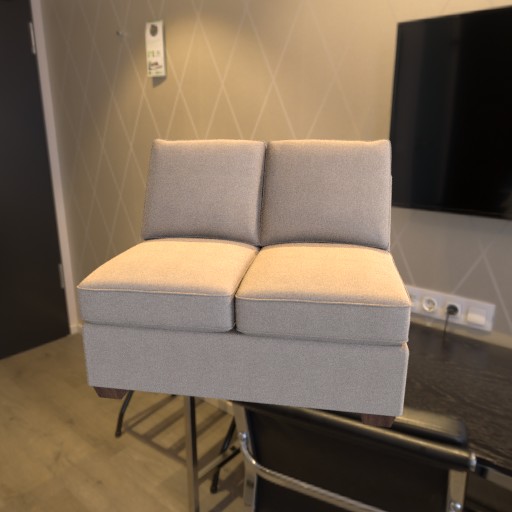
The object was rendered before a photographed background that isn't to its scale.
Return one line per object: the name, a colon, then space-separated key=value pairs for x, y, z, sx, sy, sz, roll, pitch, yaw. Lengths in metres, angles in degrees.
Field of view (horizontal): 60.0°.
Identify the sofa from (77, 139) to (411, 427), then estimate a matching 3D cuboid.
sofa: x=0.000 y=0.000 z=1.987 sx=1.232 sy=1.006 sz=0.978 roll=3 pitch=16 yaw=9
